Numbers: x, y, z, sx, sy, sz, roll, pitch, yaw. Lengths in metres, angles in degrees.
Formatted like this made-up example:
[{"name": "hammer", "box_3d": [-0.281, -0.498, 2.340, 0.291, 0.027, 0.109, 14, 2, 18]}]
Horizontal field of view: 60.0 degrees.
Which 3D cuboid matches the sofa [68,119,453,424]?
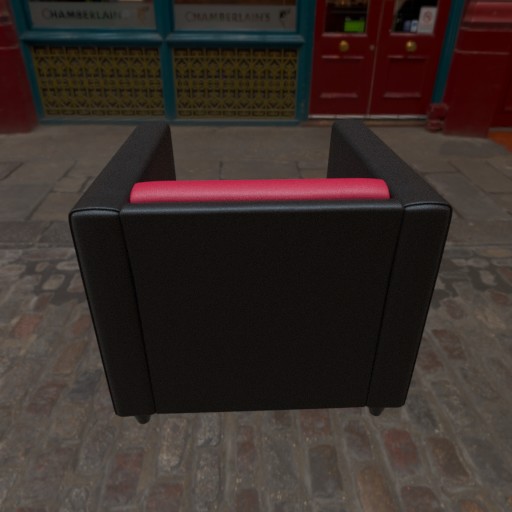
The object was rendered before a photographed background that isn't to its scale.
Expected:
[{"name": "sofa", "box_3d": [0.000, 0.000, 1.457, 0.839, 0.724, 0.809, -1, 30, -2]}]
